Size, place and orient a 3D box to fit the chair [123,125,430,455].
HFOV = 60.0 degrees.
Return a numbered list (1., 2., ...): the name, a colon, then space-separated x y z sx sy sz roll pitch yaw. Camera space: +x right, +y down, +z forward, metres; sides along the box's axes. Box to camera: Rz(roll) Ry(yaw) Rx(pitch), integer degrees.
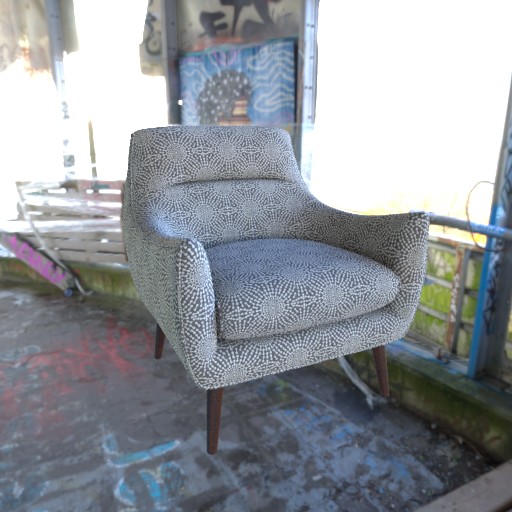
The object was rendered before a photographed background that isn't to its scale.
1. chair: 0.000 0.000 1.472 0.762 0.838 0.787 -8 17 -25
